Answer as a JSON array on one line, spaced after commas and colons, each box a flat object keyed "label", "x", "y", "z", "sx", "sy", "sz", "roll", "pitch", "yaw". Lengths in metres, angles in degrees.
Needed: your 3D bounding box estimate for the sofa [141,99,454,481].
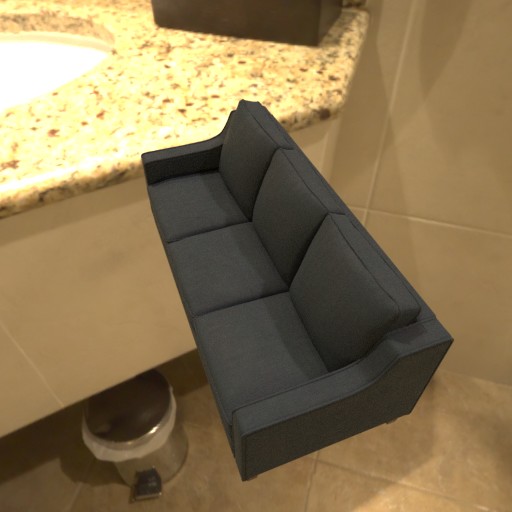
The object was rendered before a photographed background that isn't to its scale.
[{"label": "sofa", "x": 0.000, "y": 0.000, "z": 2.490, "sx": 0.911, "sy": 0.974, "sz": 1.986, "roll": -15, "pitch": 48, "yaw": -14}]
